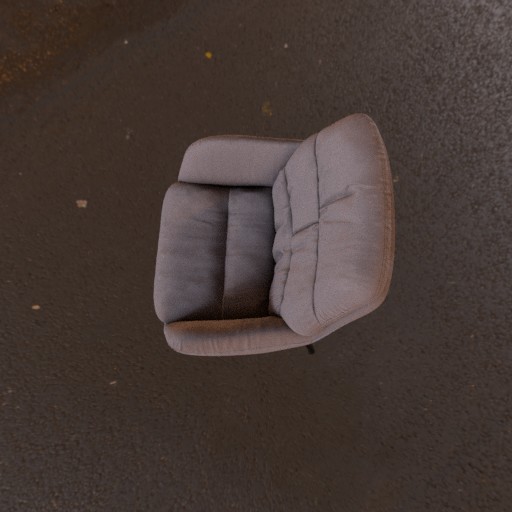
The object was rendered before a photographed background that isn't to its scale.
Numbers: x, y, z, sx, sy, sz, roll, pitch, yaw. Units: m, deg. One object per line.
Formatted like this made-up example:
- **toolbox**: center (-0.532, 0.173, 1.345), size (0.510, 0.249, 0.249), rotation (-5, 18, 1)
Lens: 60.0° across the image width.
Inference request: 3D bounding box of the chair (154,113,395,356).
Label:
- **chair**: center (0.000, 0.000, 1.269), size (0.569, 0.888, 0.579), rotation (2, 75, 1)
